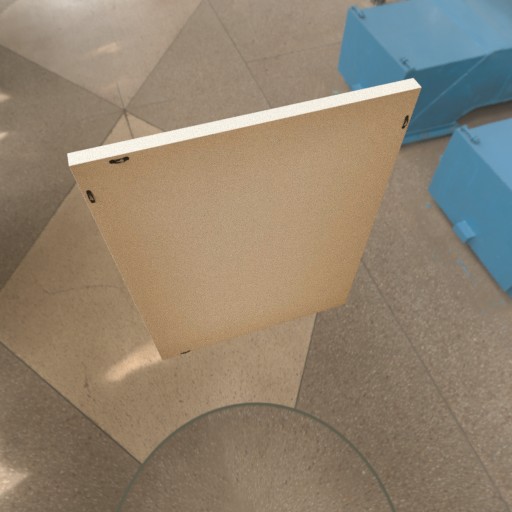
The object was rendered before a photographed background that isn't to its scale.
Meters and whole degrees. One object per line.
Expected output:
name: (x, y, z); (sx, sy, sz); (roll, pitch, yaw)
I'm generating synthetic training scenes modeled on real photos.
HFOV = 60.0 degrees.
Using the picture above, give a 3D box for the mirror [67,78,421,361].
mirror: (0.000, 0.000, 1.340); (0.762, 1.016, 0.041); (-16, 57, -10)
